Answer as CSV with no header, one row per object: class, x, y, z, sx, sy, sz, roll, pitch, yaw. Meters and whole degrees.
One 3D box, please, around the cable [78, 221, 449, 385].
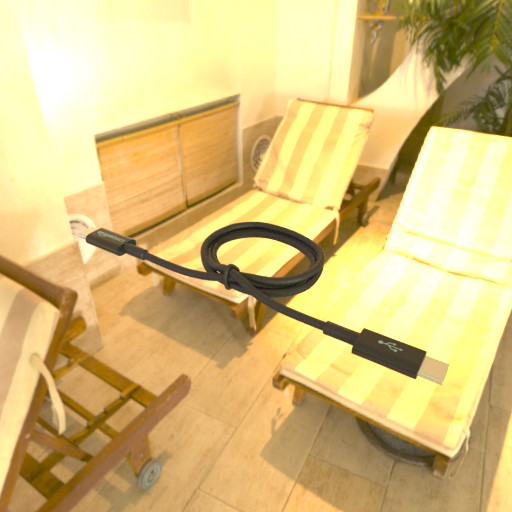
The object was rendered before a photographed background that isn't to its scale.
cable,0.000,0.000,0.229,0.203,0.014,0.070,19,36,28
